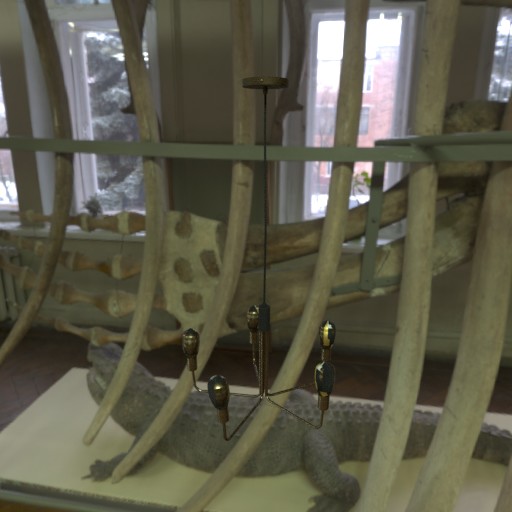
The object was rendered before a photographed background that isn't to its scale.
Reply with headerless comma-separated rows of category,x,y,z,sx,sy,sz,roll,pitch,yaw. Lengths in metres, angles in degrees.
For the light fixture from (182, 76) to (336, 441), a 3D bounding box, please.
light fixture,0.000,0.000,1.420,0.532,1.059,0.588,3,16,10
